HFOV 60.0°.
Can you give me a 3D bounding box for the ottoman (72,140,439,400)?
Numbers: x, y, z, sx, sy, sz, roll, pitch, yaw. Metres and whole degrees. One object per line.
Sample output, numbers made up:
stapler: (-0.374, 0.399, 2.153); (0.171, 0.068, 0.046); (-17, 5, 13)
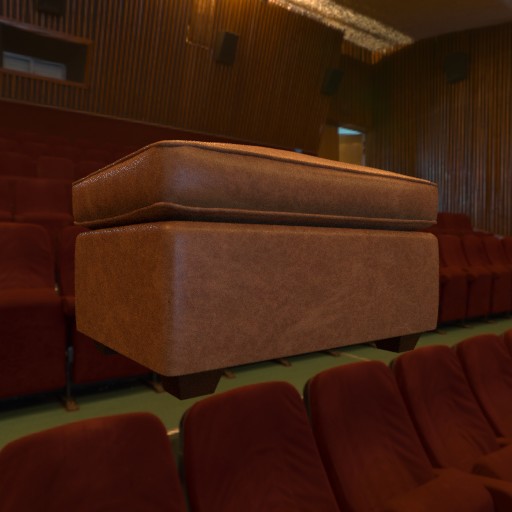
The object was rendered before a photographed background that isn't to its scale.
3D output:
ottoman: (0.000, 0.000, 1.094); (0.756, 0.468, 0.554); (0, 1, -36)
